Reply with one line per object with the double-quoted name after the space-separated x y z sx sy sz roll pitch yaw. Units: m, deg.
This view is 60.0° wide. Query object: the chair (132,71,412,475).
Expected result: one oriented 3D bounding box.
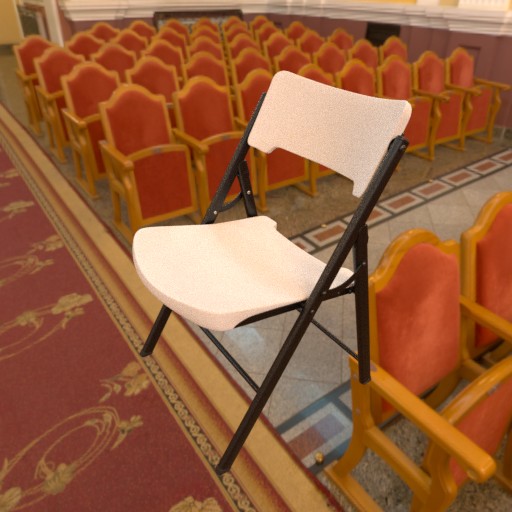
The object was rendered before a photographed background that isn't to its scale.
0.000 0.000 1.106 0.577 0.765 0.482 -20 38 -29 "chair"
